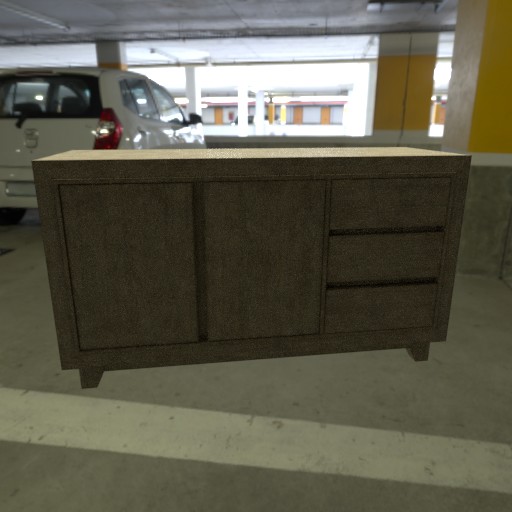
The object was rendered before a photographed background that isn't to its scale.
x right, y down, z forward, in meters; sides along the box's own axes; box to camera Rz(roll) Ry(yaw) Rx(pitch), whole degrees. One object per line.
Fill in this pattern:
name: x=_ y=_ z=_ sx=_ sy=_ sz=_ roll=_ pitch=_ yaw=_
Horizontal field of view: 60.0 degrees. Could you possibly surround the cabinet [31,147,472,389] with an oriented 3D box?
cabinet: x=0.000 y=0.000 z=1.810 sx=1.460 sy=0.825 sz=0.511 roll=-2 pitch=17 yaw=-8
